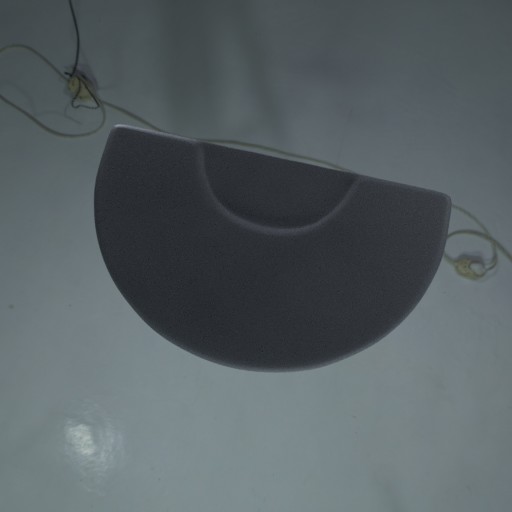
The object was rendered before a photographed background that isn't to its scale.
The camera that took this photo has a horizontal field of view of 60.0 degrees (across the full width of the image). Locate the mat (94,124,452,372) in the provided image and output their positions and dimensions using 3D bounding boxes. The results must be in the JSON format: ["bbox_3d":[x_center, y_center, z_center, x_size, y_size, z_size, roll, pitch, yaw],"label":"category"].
[{"bbox_3d":[0.000,0.000,1.832,1.525,0.016,0.917,13,76,3],"label":"mat"}]
